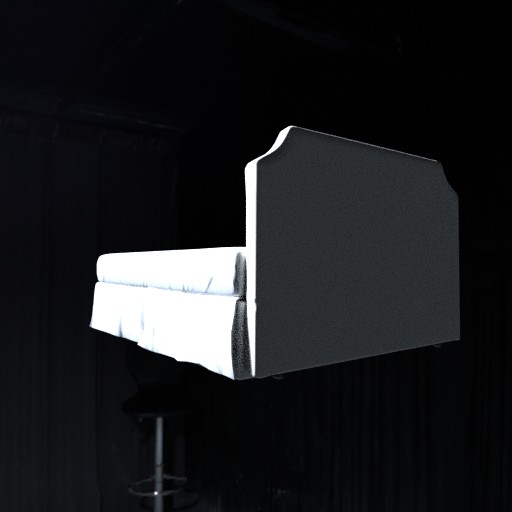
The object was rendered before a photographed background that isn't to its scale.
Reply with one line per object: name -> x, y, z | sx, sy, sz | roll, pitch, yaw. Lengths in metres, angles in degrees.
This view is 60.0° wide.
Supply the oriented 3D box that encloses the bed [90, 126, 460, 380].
bed -> 0.000, 0.000, 3.644 | 1.977, 1.293, 2.498 | 1, -1, -36
